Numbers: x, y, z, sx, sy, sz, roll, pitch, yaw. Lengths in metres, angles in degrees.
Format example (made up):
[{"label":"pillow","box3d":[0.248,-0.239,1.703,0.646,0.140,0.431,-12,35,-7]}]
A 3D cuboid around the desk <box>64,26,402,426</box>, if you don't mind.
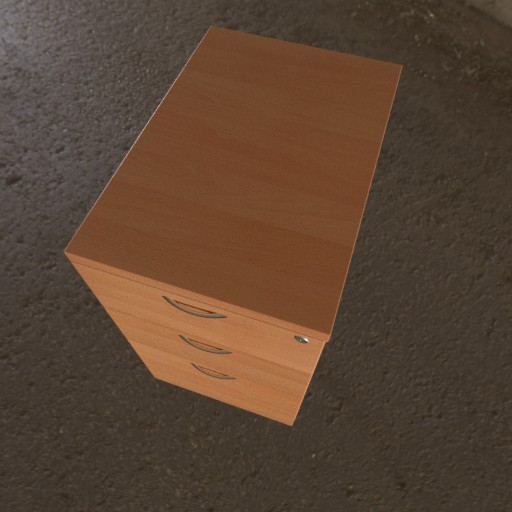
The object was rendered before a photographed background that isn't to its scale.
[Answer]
[{"label":"desk","box3d":[0.000,0.000,1.073,0.404,0.730,0.600,16,61,9]}]
